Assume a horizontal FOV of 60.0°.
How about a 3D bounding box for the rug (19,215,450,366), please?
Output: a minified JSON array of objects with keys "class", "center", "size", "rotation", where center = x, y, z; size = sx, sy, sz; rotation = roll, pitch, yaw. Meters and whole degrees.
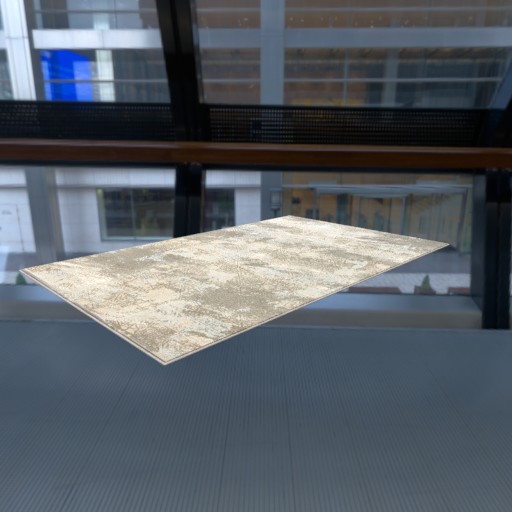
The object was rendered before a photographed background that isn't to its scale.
[{"class":"rug","center":[0.000,0.000,2.920],"size":[2.431,0.012,1.536],"rotation":[-15,22,-42]}]
